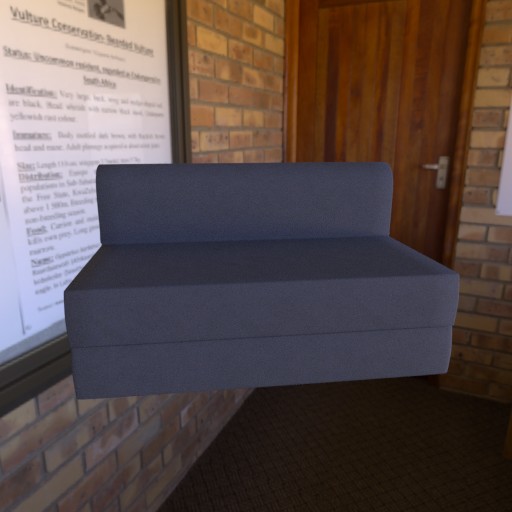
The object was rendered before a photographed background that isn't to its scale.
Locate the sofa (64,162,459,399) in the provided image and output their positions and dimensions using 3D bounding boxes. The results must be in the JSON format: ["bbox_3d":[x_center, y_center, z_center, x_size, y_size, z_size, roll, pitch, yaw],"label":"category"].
[{"bbox_3d":[0.000,0.000,1.683,1.219,0.660,0.762,-2,16,-7],"label":"sofa"}]
